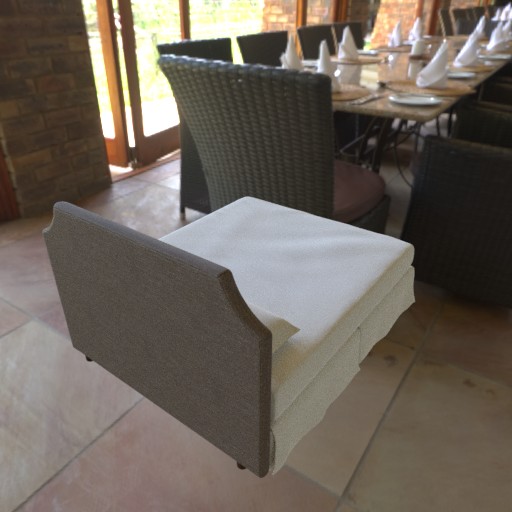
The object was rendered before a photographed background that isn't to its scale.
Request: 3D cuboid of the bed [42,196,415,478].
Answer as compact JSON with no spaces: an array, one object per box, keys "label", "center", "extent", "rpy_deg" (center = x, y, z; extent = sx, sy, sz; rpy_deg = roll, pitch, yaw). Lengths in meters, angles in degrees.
[{"label":"bed","center":[0.000,0.000,4.146],"extent":[2.350,1.590,2.773],"rpy_deg":[21,36,31]}]
